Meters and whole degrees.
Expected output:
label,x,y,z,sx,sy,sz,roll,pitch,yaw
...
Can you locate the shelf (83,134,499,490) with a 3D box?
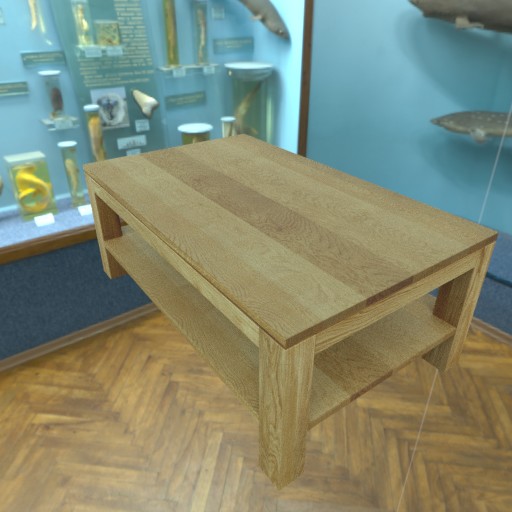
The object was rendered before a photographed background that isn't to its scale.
label,x,y,z,sx,sy,sz,roll,pitch,yaw
shelf,0.000,0.000,1.471,0.700,0.450,1.150,-20,36,-30
